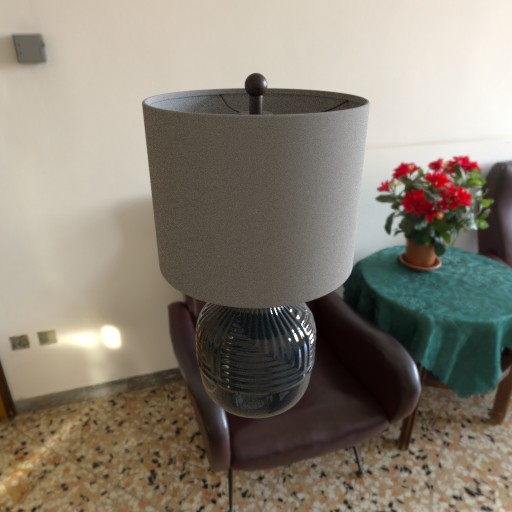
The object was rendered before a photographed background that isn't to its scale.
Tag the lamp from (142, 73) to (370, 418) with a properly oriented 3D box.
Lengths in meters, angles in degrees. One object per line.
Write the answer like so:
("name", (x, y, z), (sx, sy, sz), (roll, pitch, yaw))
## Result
("lamp", (0.000, 0.000, 0.742), (0.318, 0.567, 0.318), (0, 26, 0))
